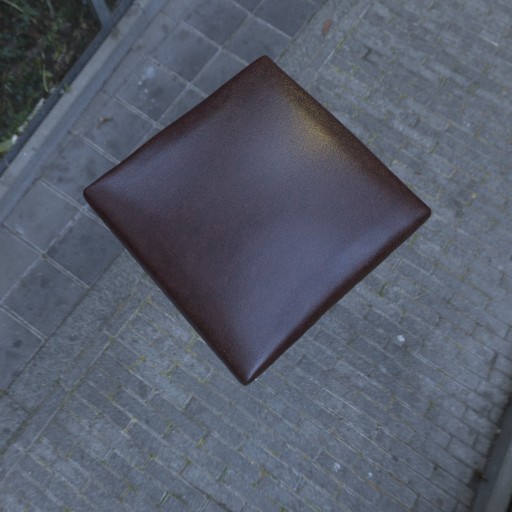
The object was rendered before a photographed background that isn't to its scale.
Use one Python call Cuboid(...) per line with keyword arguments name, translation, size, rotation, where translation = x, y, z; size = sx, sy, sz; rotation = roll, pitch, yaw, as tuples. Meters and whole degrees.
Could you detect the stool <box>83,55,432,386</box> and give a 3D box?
Cuboid(name="stool", translation=(0.000, 0.000, 0.956), size=(0.382, 0.702, 0.383), rotation=(-41, 78, -10))
